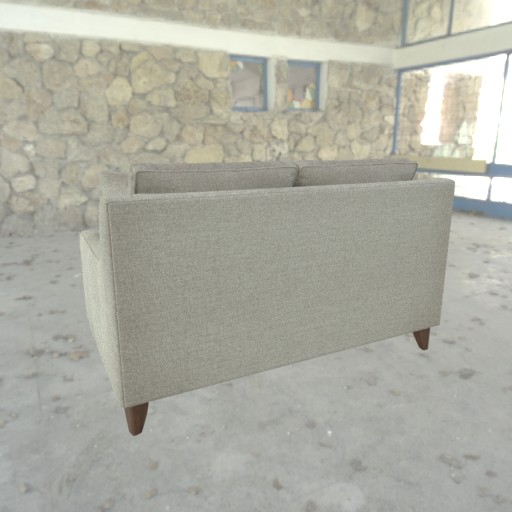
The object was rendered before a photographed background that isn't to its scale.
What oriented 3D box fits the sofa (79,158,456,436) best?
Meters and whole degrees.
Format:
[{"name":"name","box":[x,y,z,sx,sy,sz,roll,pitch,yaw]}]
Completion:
[{"name":"sofa","box":[0.000,0.000,1.992,1.422,0.863,0.915,-7,16,-27]}]
